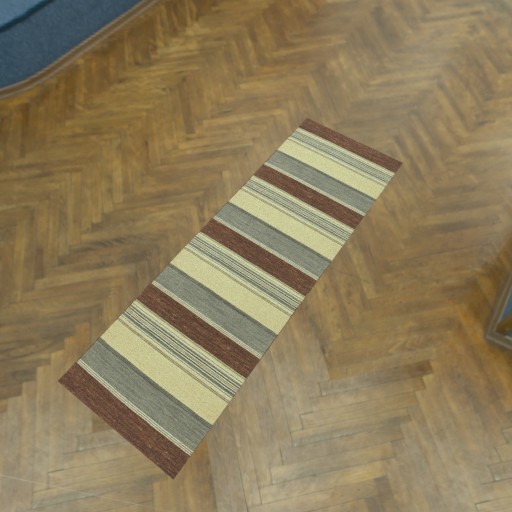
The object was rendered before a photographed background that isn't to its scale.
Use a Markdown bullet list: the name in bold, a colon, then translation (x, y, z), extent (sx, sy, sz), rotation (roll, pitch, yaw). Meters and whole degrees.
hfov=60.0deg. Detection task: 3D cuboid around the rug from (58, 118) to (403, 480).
- **rug**: translation (0.000, 0.000, 2.703), extent (0.792, 0.006, 2.437), rotation (31, 63, 18)
